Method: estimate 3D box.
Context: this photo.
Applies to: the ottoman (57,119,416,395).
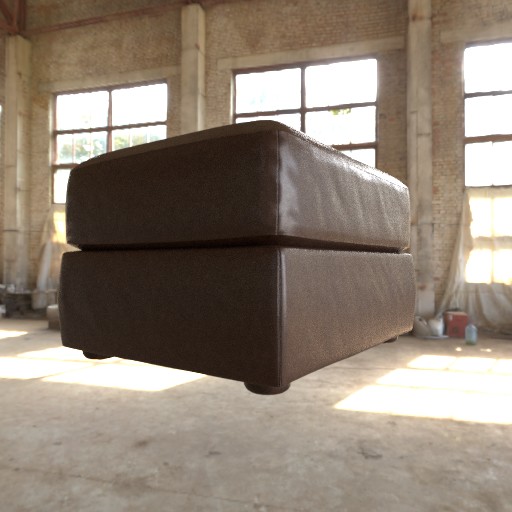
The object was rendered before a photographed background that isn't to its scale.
[{"bbox_3d":[0.000,0.000,1.126,0.603,0.476,0.751,-1,-1,35],"label":"ottoman"}]
